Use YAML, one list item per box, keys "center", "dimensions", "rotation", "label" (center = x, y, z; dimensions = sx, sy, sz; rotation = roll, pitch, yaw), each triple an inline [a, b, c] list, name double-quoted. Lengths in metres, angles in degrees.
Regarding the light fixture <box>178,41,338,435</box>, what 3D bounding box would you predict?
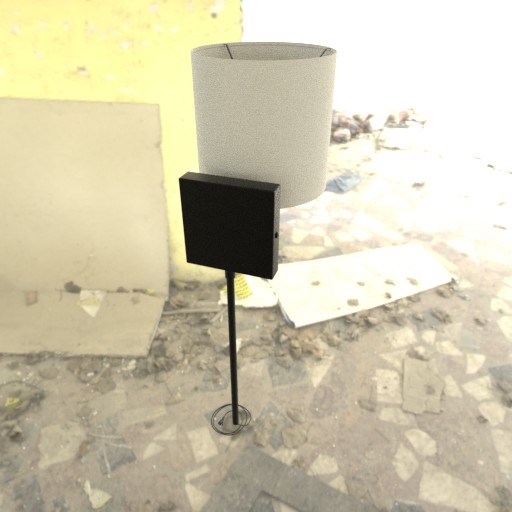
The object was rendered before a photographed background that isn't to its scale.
- center: [0.000, 0.000, 0.701]
  dimensions: [0.188, 0.589, 0.248]
  rotation: [11, 33, 17]
  label: "light fixture"
